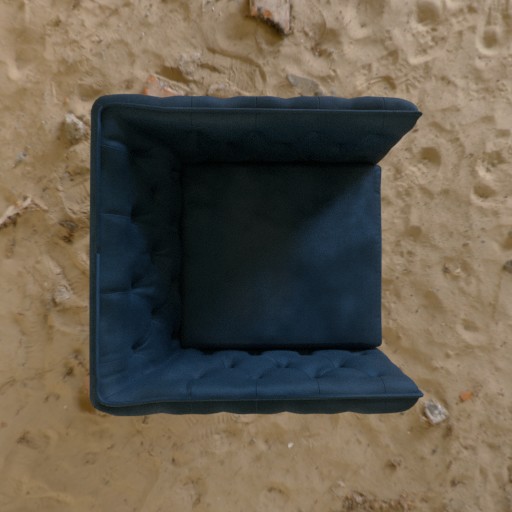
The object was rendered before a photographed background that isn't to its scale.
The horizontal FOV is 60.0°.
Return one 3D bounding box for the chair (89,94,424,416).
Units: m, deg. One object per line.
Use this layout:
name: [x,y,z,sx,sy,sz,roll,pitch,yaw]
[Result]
chair: [0.000,0.000,1.508,0.877,0.771,0.868,0,89,0]
